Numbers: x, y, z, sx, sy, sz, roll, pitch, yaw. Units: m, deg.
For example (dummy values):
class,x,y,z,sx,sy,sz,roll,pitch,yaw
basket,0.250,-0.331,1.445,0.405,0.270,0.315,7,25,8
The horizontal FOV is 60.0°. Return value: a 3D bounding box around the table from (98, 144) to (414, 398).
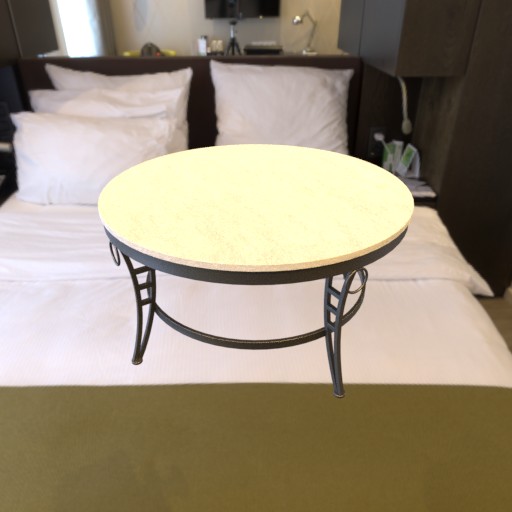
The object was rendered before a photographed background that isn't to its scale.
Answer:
class,x,y,z,sx,sy,sz,roll,pitch,yaw
table,0.000,0.000,1.422,0.889,0.470,0.889,0,30,0
